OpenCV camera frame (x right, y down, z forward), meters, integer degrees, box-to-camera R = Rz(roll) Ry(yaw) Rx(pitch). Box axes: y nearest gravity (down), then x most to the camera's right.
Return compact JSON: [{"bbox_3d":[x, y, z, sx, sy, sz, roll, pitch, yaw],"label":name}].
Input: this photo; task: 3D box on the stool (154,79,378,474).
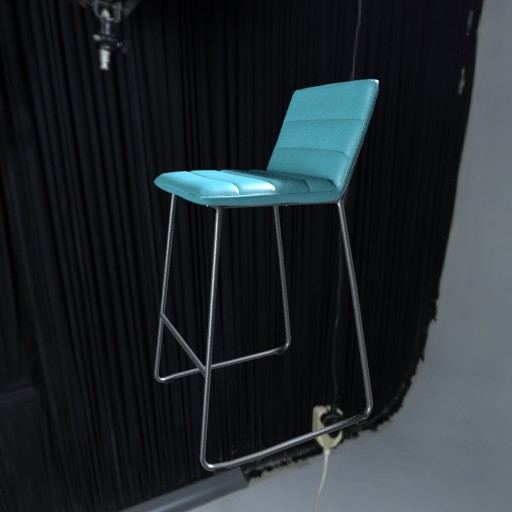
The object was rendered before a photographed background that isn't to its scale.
[{"bbox_3d":[0.000,0.000,1.261,0.524,0.936,0.489,-8,18,-26],"label":"stool"}]
